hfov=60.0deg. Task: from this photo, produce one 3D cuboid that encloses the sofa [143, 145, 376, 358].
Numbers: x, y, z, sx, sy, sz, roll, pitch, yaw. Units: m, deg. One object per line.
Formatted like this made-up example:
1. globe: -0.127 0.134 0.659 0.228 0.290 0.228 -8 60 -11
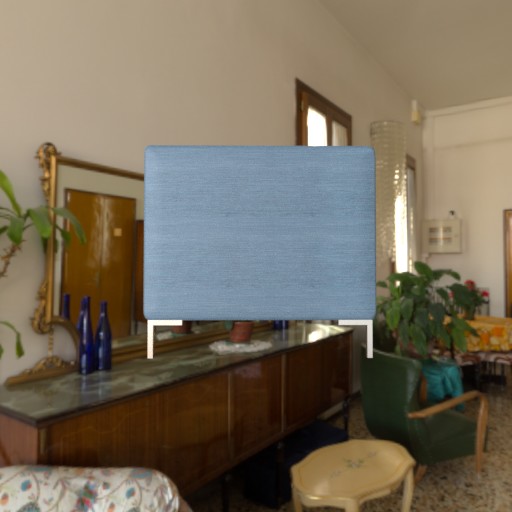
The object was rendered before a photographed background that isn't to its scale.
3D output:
1. sofa: 0.000 0.000 2.273 0.686 0.635 1.981 0 -1 -1
